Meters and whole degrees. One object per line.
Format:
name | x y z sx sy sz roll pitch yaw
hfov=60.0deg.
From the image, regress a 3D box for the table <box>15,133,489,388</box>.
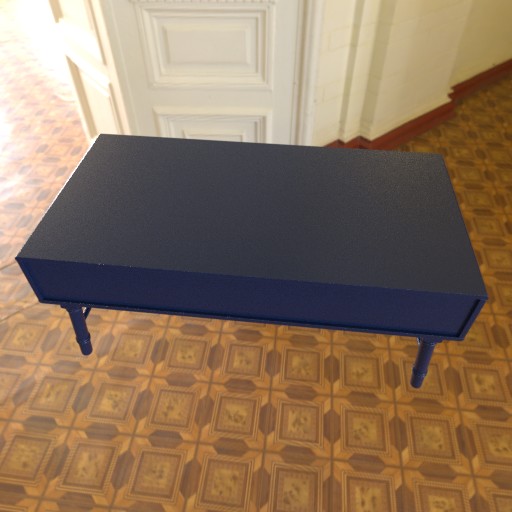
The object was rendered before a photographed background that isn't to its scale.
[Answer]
table | 0.000 0.000 1.346 1.067 0.457 0.572 5 46 4
